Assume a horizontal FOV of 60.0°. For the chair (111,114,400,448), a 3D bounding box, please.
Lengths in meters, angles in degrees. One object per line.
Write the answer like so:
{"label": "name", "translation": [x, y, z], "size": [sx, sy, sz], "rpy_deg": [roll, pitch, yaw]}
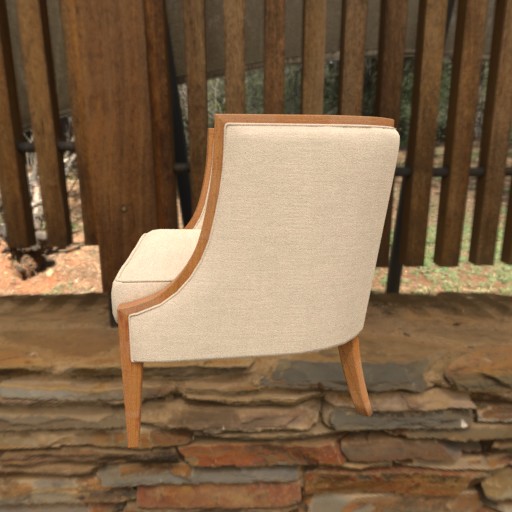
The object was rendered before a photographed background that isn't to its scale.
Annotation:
{"label": "chair", "translation": [0.000, 0.000, 1.351], "size": [0.757, 0.775, 0.711], "rpy_deg": [-2, 14, -7]}
